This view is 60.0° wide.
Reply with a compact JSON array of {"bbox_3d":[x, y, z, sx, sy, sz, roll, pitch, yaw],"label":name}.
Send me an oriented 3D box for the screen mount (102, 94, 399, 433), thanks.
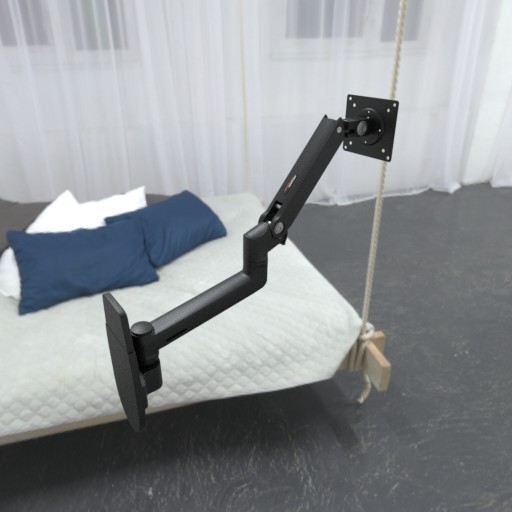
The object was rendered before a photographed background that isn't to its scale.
[{"bbox_3d":[0.000,0.000,0.738,0.495,0.466,0.115,-18,32,-32],"label":"screen mount"}]
